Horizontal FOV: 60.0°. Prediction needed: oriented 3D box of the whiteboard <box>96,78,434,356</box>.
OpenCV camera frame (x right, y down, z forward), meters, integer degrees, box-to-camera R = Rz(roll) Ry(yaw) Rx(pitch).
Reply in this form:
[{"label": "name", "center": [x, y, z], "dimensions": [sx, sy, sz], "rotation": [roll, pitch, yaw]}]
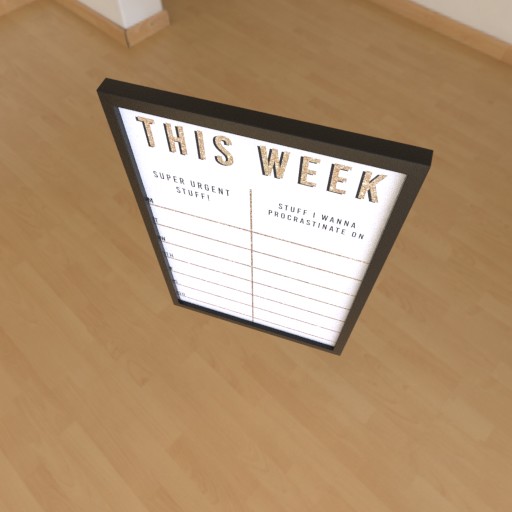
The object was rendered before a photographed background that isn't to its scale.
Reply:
[{"label": "whiteboard", "center": [0.000, 0.000, 0.777], "dimensions": [0.406, 0.611, 0.026], "rotation": [16, 59, 9]}]
